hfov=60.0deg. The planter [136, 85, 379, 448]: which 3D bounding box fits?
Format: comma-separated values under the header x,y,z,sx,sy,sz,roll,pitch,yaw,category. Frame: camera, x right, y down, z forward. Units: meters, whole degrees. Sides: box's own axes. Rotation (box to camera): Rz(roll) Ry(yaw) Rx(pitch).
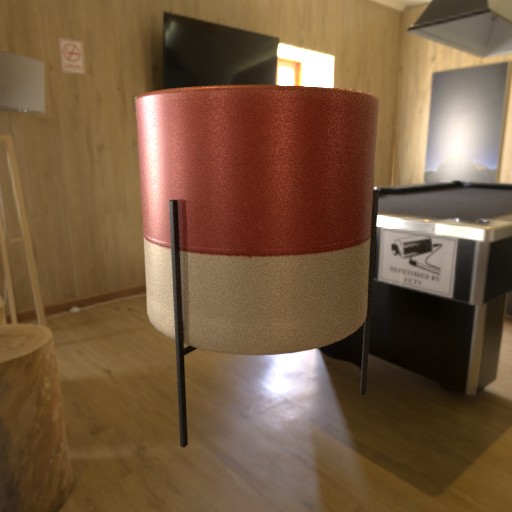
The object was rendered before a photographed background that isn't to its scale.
x,y,z,sx,sy,sz,roll,pitch,yaw,category
0.000,0.000,0.701,0.345,0.465,0.354,-6,15,-25,planter
